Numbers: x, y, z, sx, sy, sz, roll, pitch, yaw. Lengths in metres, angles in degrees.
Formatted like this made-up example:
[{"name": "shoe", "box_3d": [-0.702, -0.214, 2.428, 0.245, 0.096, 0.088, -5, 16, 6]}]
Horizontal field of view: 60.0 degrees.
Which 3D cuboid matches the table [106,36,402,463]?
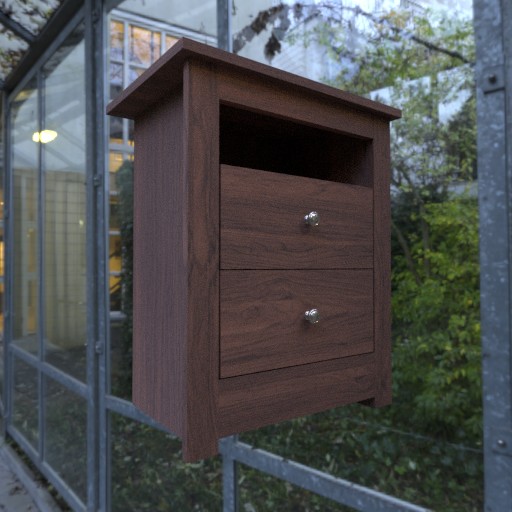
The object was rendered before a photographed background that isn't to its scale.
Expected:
[{"name": "table", "box_3d": [0.000, 0.000, 1.058, 0.589, 0.711, 0.406, 1, -2, -36]}]
